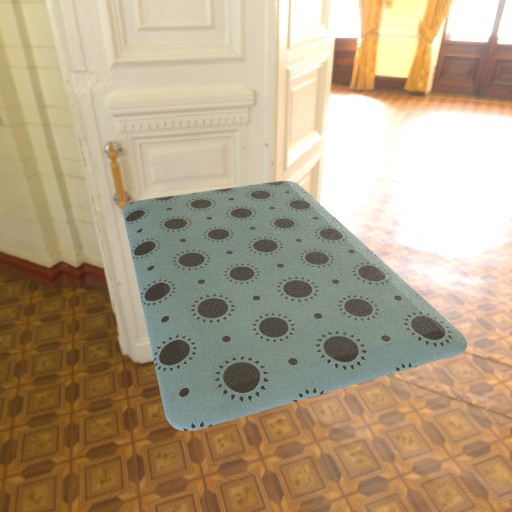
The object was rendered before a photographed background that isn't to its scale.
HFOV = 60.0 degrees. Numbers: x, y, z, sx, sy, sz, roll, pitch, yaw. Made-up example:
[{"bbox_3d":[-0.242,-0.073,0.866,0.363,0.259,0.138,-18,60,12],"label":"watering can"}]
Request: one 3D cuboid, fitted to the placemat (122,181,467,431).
[{"bbox_3d":[0.000,0.000,0.960,0.508,0.021,0.762,-10,34,-16],"label":"placemat"}]
